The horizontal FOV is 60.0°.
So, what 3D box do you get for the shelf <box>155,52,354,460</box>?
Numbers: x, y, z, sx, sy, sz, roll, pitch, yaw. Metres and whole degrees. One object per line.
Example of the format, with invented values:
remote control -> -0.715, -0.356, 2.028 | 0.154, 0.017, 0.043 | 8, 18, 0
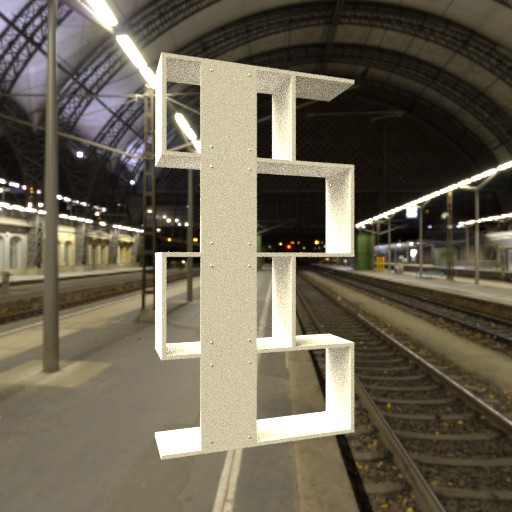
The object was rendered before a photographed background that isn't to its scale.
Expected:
shelf -> 0.000, 0.000, 2.053 | 0.890, 1.650, 0.250 | 0, 0, -19
